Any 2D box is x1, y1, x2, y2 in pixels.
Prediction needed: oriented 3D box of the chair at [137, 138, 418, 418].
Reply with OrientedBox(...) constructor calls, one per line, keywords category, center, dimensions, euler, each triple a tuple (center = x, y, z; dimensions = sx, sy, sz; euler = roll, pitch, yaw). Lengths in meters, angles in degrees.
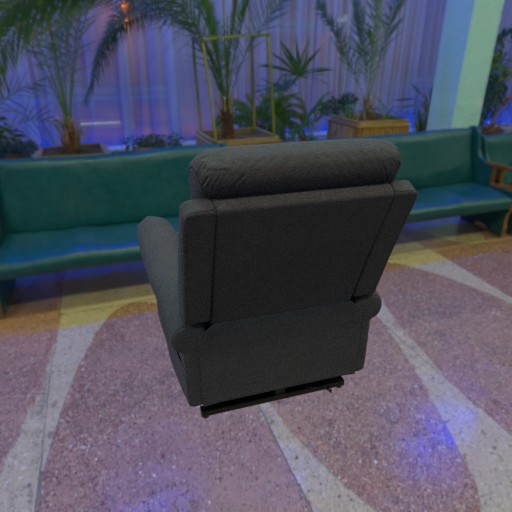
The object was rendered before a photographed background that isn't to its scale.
OrientedBox(category="chair", center=(0.000, 0.000, 1.748), dimensions=(0.871, 1.031, 0.979), euler=(-8, 27, -15))
